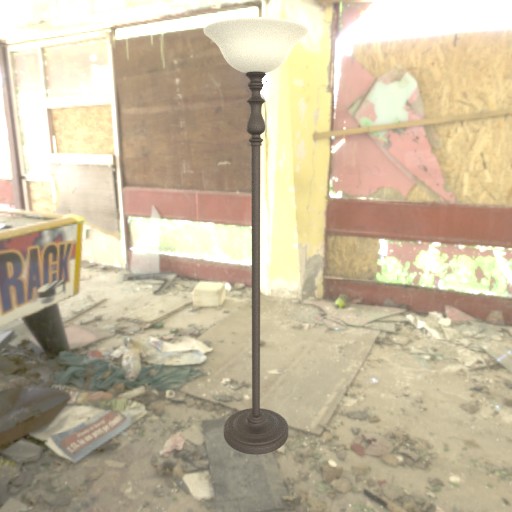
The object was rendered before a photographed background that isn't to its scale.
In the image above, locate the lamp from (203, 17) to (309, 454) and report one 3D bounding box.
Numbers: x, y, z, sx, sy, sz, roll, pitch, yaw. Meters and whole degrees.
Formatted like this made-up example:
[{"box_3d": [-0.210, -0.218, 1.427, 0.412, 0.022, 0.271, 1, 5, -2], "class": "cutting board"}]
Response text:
[{"box_3d": [0.000, 0.000, 1.939, 0.405, 1.797, 0.405, -14, 20, -43], "class": "lamp"}]
